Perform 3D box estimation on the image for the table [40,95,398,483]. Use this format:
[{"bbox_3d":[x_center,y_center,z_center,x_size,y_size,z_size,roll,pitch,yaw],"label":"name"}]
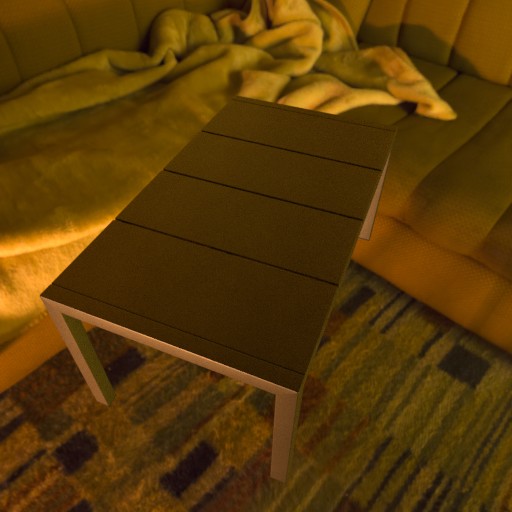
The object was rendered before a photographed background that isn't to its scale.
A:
[{"bbox_3d":[0.000,0.000,1.302,0.559,0.460,0.965,16,48,16],"label":"table"}]
